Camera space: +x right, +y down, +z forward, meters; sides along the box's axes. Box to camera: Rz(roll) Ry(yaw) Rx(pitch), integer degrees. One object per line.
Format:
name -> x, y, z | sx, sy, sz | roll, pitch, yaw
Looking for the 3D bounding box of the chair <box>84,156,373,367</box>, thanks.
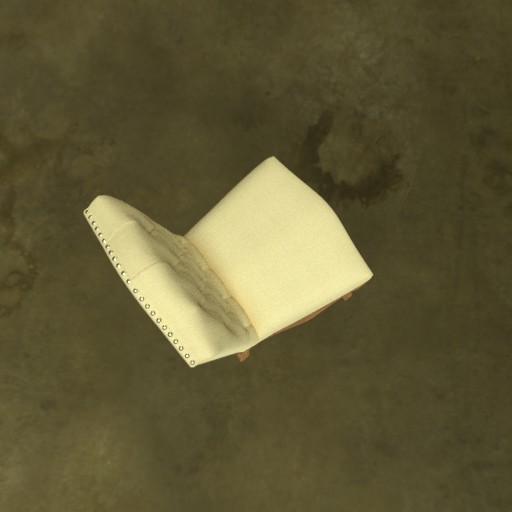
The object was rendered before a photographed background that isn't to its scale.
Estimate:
chair -> 0.000, 0.000, 1.574 | 0.715, 1.165, 0.623 | -36, 78, -9
